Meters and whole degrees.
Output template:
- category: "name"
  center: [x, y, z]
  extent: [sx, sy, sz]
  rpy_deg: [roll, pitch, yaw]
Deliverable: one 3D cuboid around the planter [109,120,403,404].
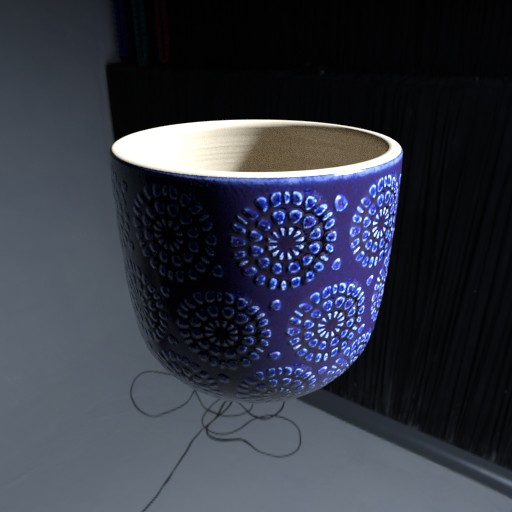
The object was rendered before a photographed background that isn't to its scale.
- category: "planter"
  center: [0.000, 0.000, 0.288]
  extent: [0.165, 0.149, 0.165]
  rpy_deg: [0, 25, 0]
